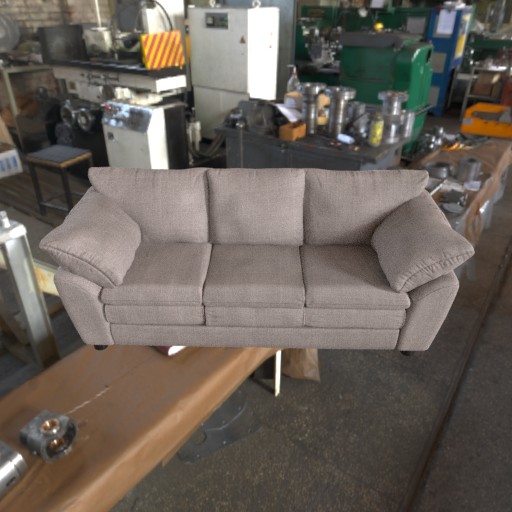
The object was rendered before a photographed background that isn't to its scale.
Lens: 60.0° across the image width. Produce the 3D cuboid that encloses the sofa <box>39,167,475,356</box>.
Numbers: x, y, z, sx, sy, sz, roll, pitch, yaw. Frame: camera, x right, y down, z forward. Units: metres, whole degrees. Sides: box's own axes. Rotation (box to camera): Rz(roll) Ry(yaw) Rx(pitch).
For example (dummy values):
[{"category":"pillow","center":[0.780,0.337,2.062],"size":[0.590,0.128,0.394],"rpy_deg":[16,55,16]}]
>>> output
[{"category":"sofa","center":[0.000,0.000,2.827],"size":[2.334,0.996,0.878],"rpy_deg":[1,30,1]}]
